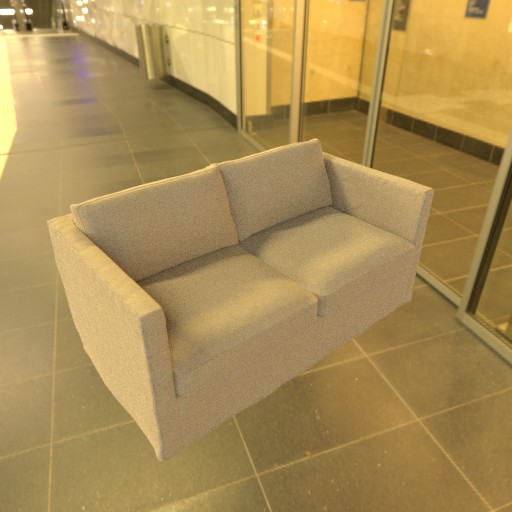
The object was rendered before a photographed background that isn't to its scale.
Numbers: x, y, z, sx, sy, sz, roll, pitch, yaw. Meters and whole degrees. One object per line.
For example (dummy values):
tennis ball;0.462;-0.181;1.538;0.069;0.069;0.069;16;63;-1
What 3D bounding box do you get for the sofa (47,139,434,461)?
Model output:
sofa;0.000;0.000;2.295;1.719;0.835;0.962;-23;38;-33
